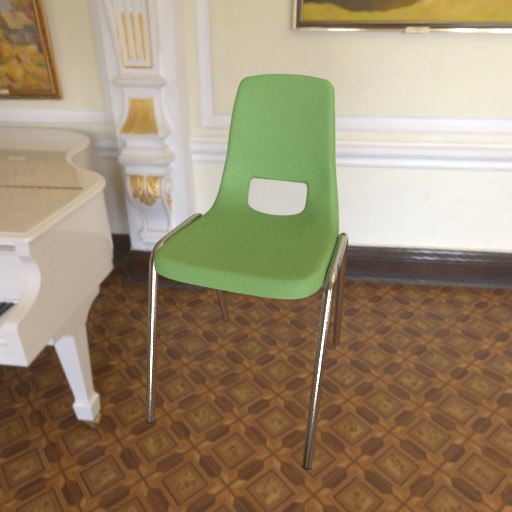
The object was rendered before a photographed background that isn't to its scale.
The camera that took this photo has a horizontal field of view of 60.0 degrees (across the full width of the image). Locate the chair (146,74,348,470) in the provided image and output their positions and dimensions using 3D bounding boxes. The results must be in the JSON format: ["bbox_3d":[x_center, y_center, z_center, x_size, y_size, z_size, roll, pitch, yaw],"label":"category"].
[{"bbox_3d":[0.000,0.000,0.966,0.381,0.704,0.436,9,28,17],"label":"chair"}]
